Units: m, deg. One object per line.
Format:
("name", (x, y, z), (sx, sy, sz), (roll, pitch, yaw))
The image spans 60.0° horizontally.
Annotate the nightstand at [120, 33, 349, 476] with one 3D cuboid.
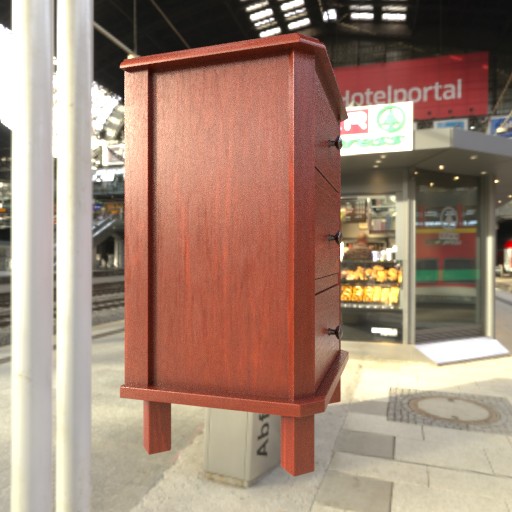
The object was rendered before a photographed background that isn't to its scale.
("nightstand", (0.000, 0.000, 0.911), (0.351, 0.681, 0.435), (0, 0, 17))
